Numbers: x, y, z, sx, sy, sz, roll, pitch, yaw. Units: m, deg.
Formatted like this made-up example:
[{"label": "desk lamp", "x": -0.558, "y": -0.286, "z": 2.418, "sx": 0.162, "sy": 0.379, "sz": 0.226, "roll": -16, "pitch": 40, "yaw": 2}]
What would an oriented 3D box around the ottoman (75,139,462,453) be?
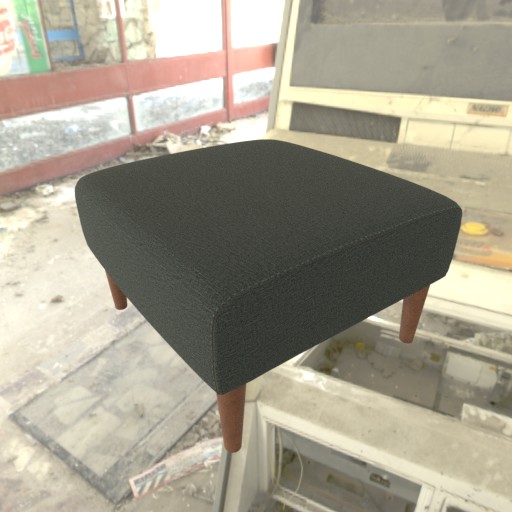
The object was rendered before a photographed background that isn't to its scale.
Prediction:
[{"label": "ottoman", "x": 0.000, "y": 0.000, "z": 1.064, "sx": 0.649, "sy": 0.398, "sz": 0.650, "roll": -20, "pitch": 35, "yaw": -31}]
